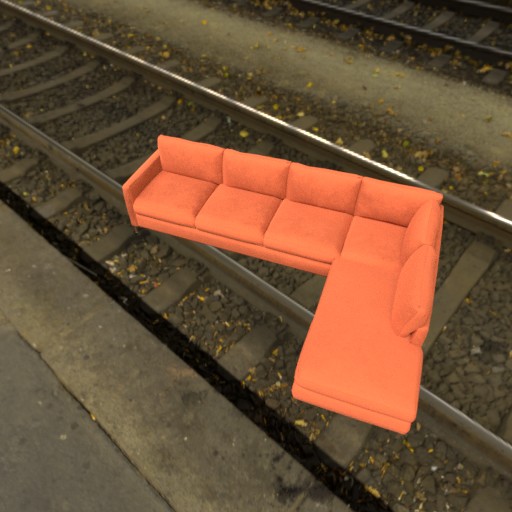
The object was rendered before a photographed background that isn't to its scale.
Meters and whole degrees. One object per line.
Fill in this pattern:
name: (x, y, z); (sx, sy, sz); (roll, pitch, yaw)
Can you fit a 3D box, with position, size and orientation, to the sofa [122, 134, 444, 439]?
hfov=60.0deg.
sofa: (0.000, 0.000, 3.564); (2.736, 0.757, 1.879); (15, 48, 14)
